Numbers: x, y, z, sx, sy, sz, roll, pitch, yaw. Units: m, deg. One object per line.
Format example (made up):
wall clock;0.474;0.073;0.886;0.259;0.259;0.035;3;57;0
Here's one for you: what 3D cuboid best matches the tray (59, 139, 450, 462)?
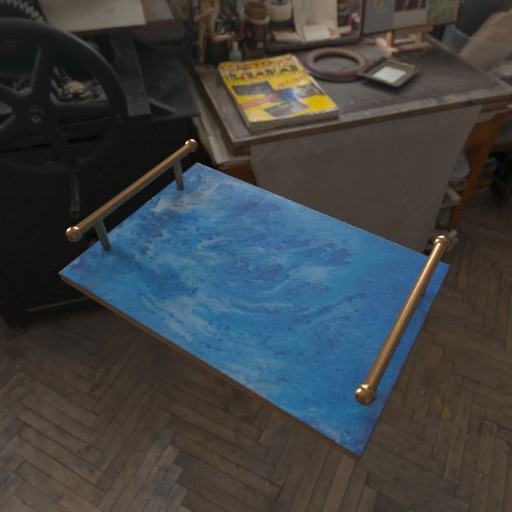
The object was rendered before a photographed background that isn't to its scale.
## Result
tray;0.000;0.000;0.587;0.444;0.084;0.304;25;52;22
